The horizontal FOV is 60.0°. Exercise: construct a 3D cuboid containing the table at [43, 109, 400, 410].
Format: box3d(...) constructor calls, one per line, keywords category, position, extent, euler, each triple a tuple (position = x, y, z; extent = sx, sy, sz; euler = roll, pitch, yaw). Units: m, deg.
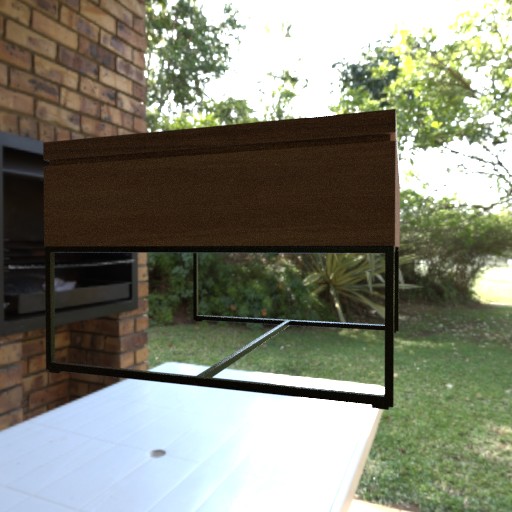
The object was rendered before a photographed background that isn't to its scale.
box3d(category="table", position=(0.000, 0.000, 1.107), extent=(0.676, 0.464, 0.679), euler=(0, 1, 18))
